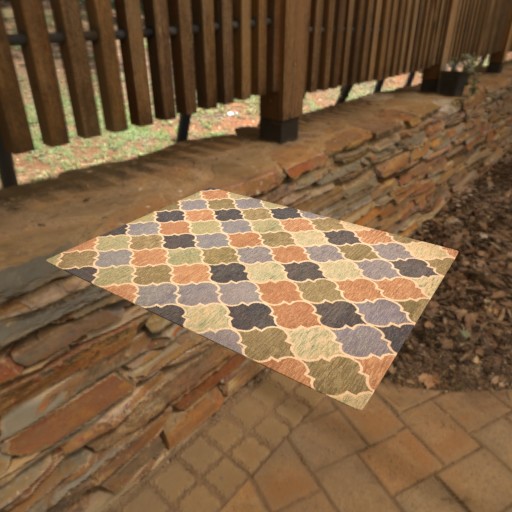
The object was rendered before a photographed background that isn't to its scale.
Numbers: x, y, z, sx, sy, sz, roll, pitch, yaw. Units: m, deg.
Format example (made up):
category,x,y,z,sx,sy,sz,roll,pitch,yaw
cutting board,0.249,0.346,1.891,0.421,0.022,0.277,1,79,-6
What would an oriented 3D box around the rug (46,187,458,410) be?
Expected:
category,x,y,z,sx,sy,sz,roll,pitch,yaw
rug,0.000,0.000,4.300,3.200,0.013,2.439,18,34,30
